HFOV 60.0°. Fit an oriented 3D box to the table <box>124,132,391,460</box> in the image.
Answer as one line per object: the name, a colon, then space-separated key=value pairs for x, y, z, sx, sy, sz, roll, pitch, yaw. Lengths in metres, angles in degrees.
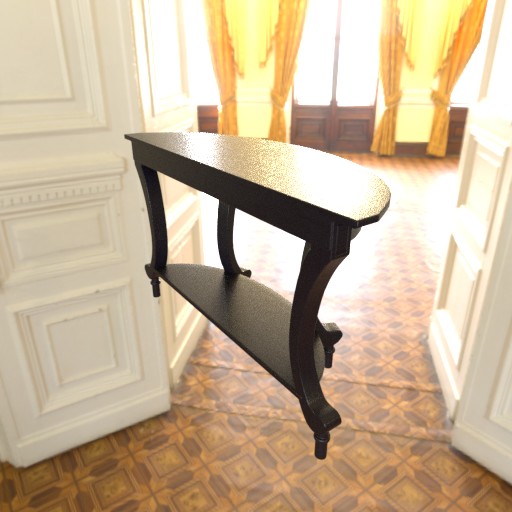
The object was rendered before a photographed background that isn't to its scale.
table: x=0.000 y=0.000 z=1.514 sx=0.394 sy=0.692 sz=1.198 roll=-17 pitch=29 yaw=-32
